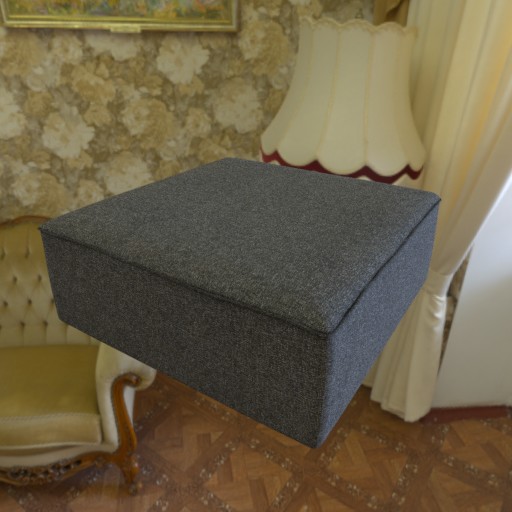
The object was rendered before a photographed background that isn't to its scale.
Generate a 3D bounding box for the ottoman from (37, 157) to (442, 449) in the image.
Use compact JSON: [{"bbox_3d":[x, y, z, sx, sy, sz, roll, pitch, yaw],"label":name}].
[{"bbox_3d":[0.000,0.000,1.579,1.021,0.423,1.017,17,31,30],"label":"ottoman"}]
